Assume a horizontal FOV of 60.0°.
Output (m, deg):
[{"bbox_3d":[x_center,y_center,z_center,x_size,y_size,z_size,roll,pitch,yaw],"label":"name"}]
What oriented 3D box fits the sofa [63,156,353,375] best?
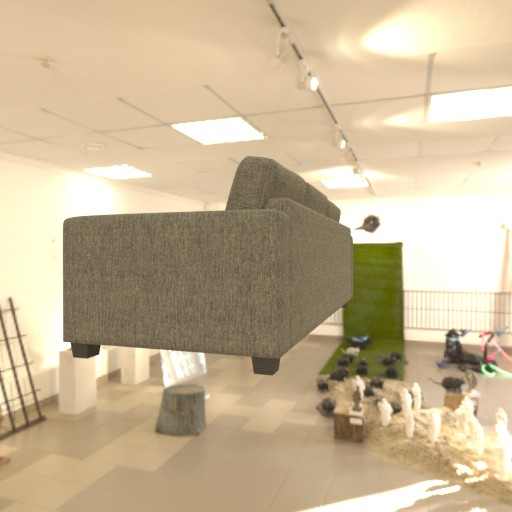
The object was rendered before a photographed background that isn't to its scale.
[{"bbox_3d":[0.000,0.000,2.609,0.900,0.800,2.160,0,0,19],"label":"sofa"}]
